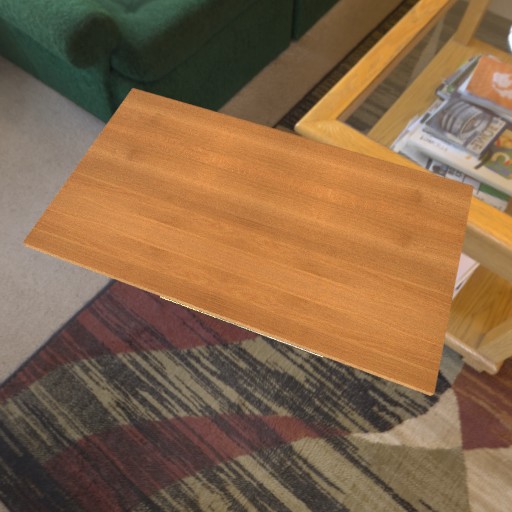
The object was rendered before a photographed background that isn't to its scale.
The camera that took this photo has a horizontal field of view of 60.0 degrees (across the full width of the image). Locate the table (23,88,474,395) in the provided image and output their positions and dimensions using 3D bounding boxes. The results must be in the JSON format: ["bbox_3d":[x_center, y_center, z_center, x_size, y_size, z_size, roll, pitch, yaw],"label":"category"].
[{"bbox_3d":[0.000,0.000,2.117,1.600,0.750,0.900,19,64,9],"label":"table"}]
